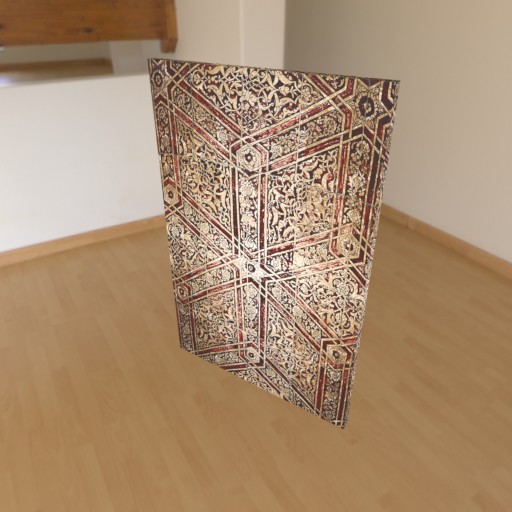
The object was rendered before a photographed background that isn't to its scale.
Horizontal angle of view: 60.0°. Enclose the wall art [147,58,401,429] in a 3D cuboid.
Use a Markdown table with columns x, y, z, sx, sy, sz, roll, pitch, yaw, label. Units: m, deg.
| x | y | z | sx | sy | sz | roll | pitch | yaw | label |
| --- | --- | --- | --- | --- | --- | --- | --- | --- | --- |
| 0.000 | 0.000 | 0.761 | 0.397 | 0.599 | 0.020 | 19 | 35 | 28 | wall art |
